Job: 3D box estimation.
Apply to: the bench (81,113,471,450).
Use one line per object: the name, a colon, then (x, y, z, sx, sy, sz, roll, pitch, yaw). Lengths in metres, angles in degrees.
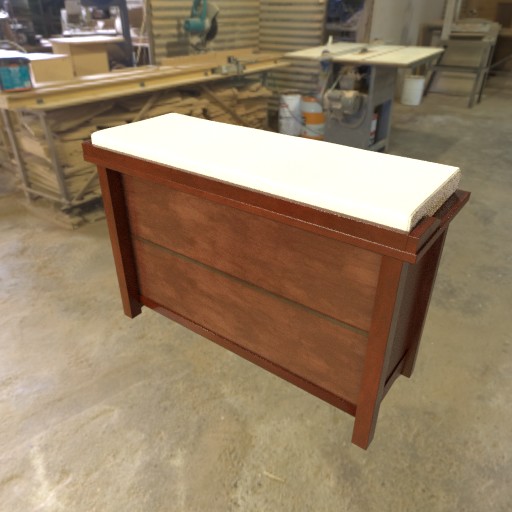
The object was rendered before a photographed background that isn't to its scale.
bench: (0.000, 0.000, 1.301, 0.987, 0.646, 0.369, 21, 36, 31)
